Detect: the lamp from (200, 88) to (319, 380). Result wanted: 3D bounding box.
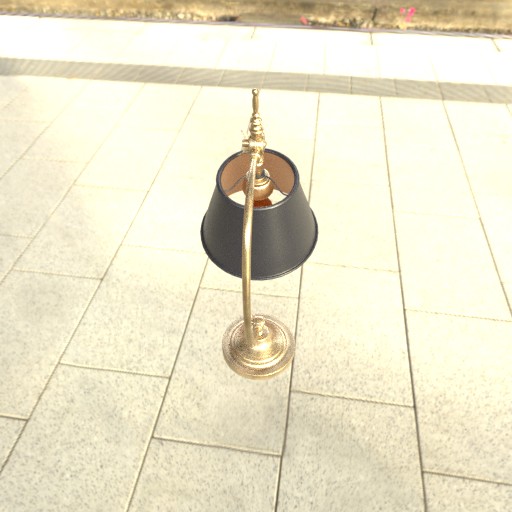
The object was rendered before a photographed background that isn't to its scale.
[{"bbox_3d":[0.000,0.000,0.854,0.235,0.675,0.344,4,46,4],"label":"lamp"}]
